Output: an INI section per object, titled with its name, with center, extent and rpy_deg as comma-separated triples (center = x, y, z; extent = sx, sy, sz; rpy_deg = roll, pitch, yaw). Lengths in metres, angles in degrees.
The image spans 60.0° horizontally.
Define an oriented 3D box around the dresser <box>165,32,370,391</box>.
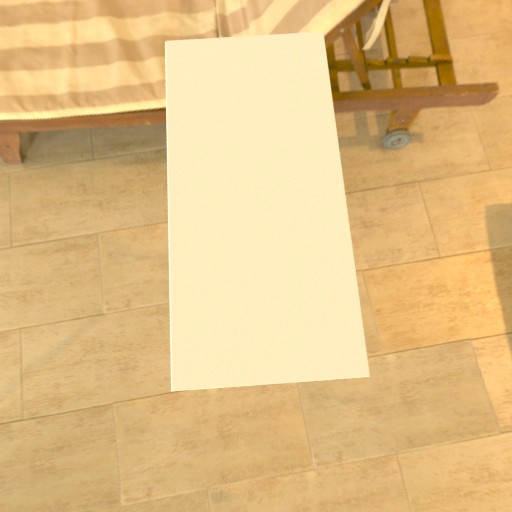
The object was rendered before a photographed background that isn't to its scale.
[dresser]
center = 0.000, 0.000, 1.451
extent = 0.380, 1.040, 0.800
rpy_deg = -4, 74, -1
